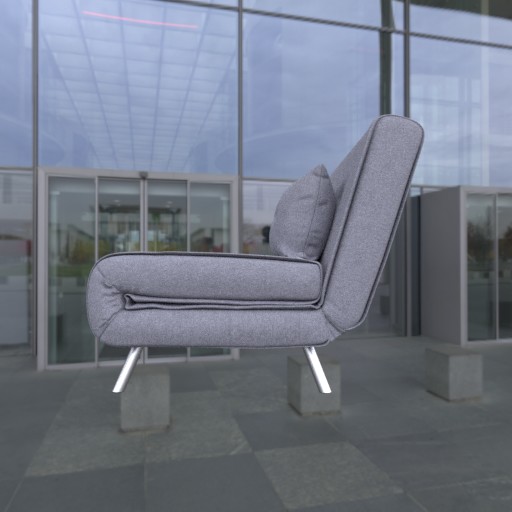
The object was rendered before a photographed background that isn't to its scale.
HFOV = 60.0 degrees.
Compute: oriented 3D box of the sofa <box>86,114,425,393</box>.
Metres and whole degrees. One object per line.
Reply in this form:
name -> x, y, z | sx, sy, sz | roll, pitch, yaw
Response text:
sofa -> 0.000, 0.000, 1.783 | 1.000, 0.825, 1.020 | 0, 0, 1
